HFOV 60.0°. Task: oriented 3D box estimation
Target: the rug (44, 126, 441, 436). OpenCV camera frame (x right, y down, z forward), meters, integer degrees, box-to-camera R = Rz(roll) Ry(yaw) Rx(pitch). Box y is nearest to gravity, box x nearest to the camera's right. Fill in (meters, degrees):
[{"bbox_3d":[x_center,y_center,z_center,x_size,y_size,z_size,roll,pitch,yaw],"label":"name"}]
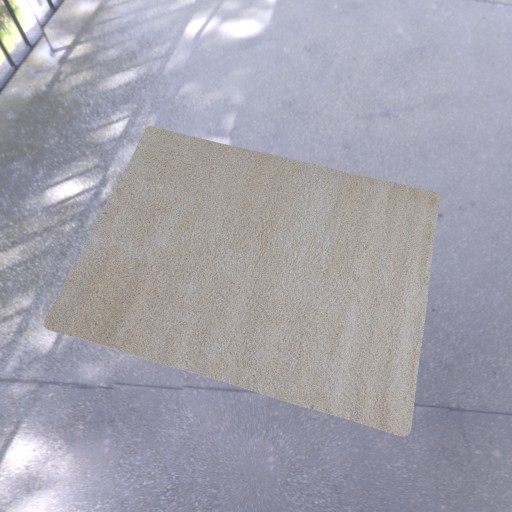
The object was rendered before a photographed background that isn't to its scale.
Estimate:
[{"bbox_3d":[0.000,0.000,2.091,1.600,0.025,1.199,15,64,7],"label":"rug"}]
